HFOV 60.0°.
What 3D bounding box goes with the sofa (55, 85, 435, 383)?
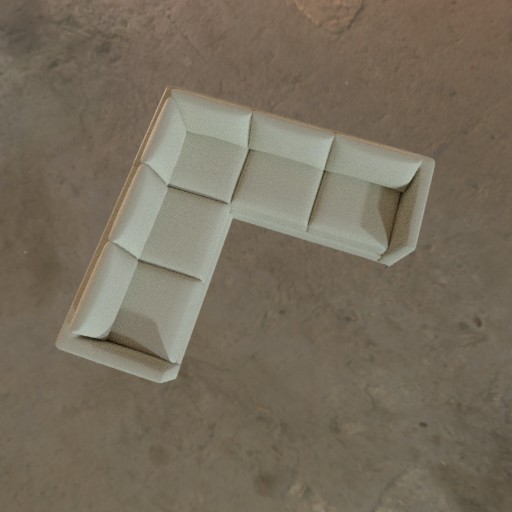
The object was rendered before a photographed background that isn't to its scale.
[{"bbox_3d":[0.000,0.000,3.785,2.448,0.867,2.430,17,75,5],"label":"sofa"}]
